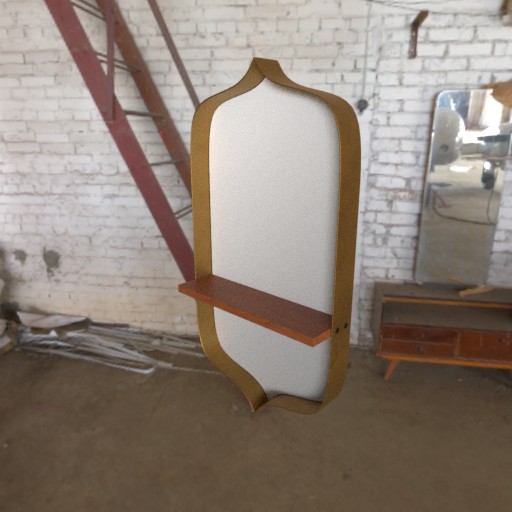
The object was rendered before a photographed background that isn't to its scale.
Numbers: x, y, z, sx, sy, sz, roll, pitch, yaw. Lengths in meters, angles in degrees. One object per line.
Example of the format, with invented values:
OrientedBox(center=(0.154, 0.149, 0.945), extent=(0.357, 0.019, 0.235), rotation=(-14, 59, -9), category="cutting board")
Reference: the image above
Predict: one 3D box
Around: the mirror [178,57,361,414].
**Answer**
OrientedBox(center=(0.000, 0.000, 0.743), extent=(0.323, 0.613, 0.096), rotation=(15, 23, 41), category="mirror")
